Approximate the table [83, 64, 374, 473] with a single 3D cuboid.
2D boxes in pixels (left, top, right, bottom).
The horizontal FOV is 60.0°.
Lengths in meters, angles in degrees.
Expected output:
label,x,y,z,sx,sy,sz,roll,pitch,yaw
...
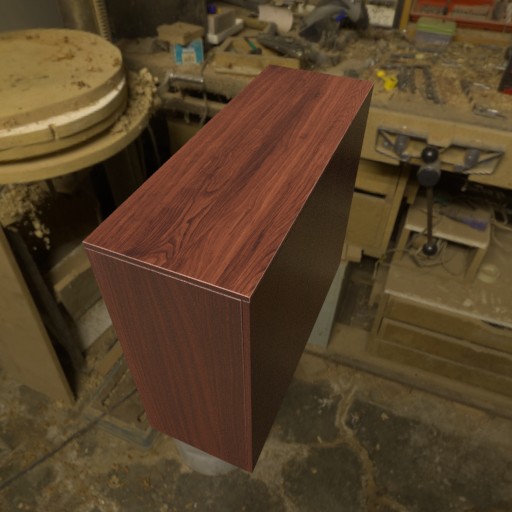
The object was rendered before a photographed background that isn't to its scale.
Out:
label,x,y,z,sx,sy,sz,roll,pitch,yaw
table,0.000,0.000,1.369,0.380,0.790,0.930,17,47,17
